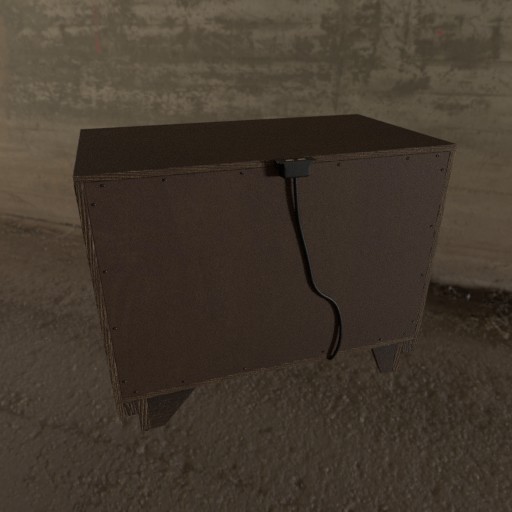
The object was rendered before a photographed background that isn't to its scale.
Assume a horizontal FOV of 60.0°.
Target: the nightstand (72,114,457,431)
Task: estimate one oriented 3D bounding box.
[{"bbox_3d":[0.000,0.000,1.154,0.775,0.612,0.457,-8,28,-16],"label":"nightstand"}]
